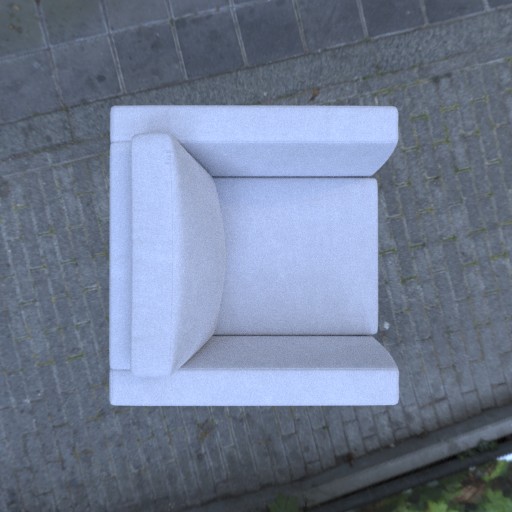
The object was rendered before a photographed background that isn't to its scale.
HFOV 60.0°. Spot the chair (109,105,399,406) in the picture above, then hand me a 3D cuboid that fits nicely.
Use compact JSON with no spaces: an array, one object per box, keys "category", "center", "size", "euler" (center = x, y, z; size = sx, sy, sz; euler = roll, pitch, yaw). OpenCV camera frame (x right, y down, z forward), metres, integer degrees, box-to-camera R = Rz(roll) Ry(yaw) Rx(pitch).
[{"category":"chair","center":[0.000,0.000,1.679],"size":[0.930,0.860,1.000],"euler":[0,90,0]}]
